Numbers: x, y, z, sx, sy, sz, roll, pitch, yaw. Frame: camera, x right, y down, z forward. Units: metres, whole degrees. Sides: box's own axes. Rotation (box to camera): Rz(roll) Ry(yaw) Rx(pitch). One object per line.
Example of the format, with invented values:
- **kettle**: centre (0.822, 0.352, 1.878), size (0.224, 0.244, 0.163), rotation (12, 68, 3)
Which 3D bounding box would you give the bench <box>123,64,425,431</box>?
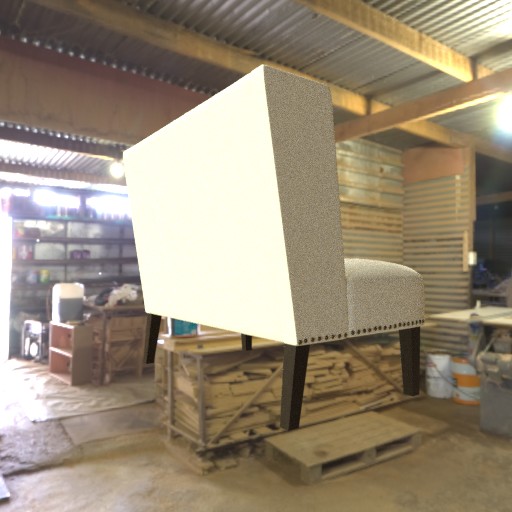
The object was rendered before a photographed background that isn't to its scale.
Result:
- **bench**: centre (0.000, 0.000, 2.066), size (0.847, 1.123, 1.280), rotation (1, -2, -35)
